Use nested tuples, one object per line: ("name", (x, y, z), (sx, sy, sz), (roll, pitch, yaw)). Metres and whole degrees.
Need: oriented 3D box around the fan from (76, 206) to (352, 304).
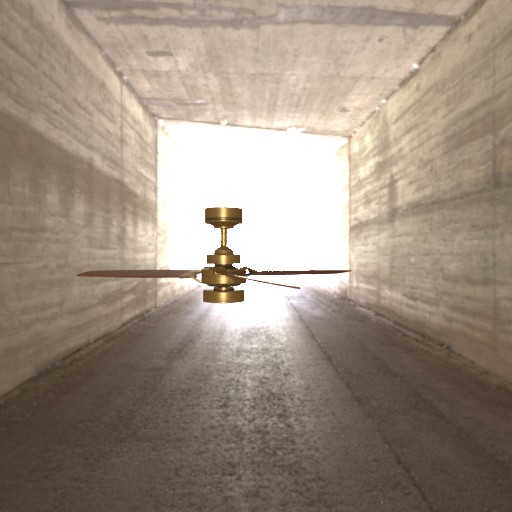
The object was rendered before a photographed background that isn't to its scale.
("fan", (0.000, 0.000, 2.056), (1.271, 0.425, 1.416), (0, 0, -36))
